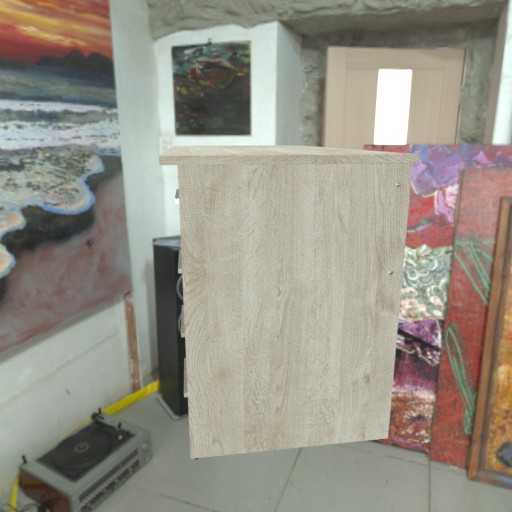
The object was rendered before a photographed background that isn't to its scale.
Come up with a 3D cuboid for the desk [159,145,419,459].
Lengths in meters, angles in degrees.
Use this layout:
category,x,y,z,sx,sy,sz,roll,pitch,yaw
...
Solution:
category,x,y,z,sx,sy,sz,roll,pitch,yaw
desk,0.000,0.000,1.549,0.560,0.730,1.096,-2,15,-8
